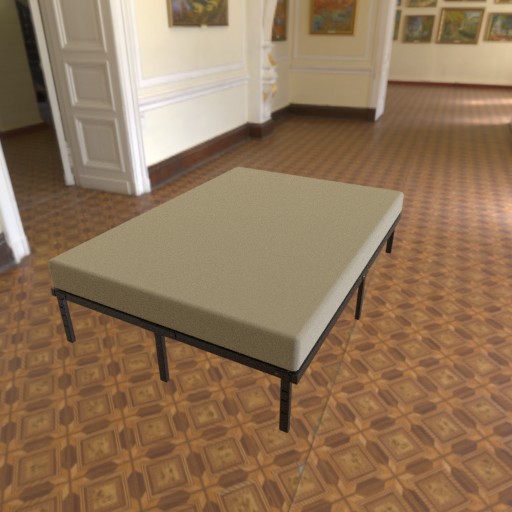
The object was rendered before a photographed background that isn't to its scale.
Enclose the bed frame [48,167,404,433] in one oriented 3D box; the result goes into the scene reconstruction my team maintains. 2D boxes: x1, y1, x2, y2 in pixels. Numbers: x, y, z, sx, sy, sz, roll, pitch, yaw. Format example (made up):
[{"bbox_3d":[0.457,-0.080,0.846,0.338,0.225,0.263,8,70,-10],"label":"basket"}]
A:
[{"bbox_3d":[0.000,0.000,3.816,2.205,0.680,2.842,18,32,31],"label":"bed frame"}]
